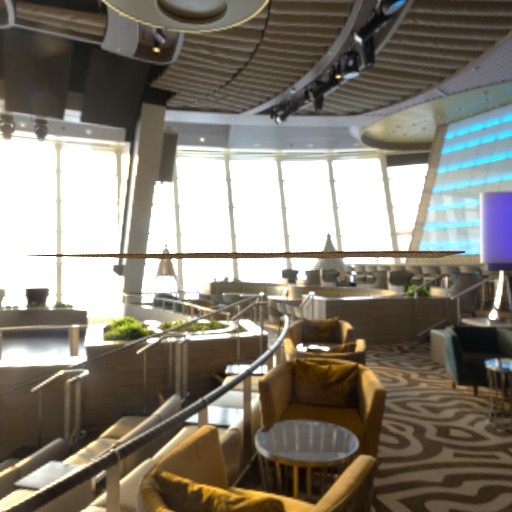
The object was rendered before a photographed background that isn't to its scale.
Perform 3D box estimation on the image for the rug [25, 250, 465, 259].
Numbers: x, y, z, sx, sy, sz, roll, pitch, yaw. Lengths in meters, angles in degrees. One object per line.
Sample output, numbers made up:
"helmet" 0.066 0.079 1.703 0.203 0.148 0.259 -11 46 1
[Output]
"rug" 0.000 0.000 2.200 1.761 0.013 1.152 0 -1 18
